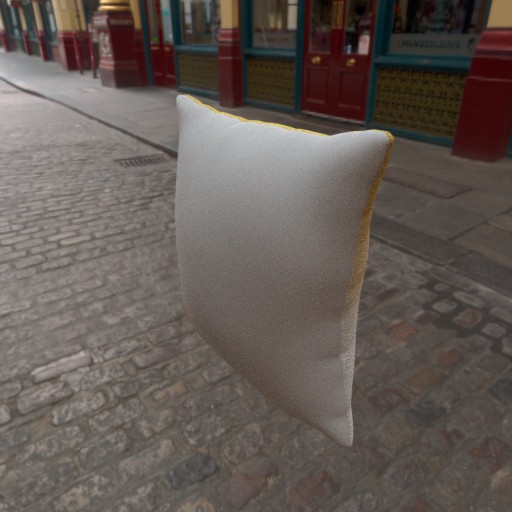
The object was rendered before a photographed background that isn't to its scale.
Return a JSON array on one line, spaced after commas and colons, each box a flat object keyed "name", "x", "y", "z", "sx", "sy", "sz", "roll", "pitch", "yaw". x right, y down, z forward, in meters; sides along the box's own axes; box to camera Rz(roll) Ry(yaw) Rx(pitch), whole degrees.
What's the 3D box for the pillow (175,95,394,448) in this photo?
[{"name": "pillow", "x": 0.000, "y": 0.000, "z": 0.702, "sx": 0.211, "sy": 0.450, "sz": 0.450, "roll": -19, "pitch": 32, "yaw": -33}]
